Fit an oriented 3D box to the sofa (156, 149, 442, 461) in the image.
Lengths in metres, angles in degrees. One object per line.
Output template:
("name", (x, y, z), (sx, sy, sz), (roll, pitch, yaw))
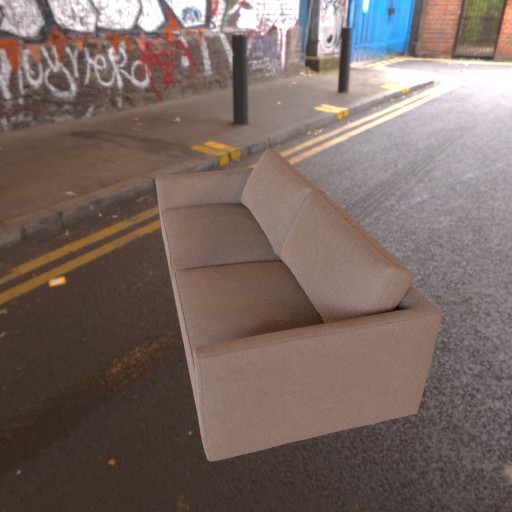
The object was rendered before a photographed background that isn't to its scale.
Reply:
("sofa", (0.000, 0.000, 2.838), (1.090, 0.838, 2.588), (-7, 29, -13))
